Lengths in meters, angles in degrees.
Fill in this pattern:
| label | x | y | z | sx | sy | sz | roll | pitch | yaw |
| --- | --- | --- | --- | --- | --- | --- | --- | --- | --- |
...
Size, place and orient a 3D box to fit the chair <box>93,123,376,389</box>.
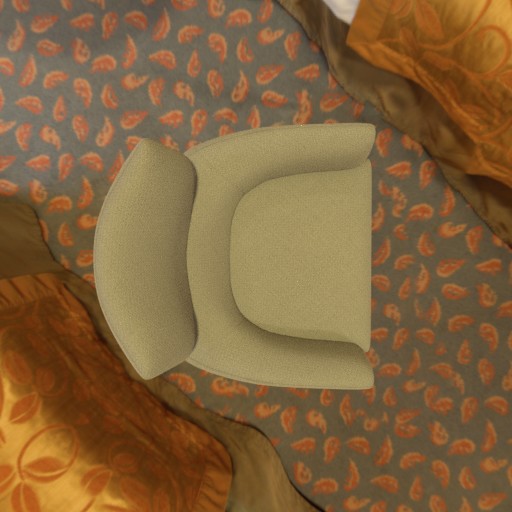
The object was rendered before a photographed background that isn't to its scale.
| label | x | y | z | sx | sy | sz | roll | pitch | yaw |
| --- | --- | --- | --- | --- | --- | --- | --- | --- | --- |
| chair | 0.000 | 0.000 | 1.385 | 0.730 | 0.810 | 0.760 | 0 | 91 | 2 |
